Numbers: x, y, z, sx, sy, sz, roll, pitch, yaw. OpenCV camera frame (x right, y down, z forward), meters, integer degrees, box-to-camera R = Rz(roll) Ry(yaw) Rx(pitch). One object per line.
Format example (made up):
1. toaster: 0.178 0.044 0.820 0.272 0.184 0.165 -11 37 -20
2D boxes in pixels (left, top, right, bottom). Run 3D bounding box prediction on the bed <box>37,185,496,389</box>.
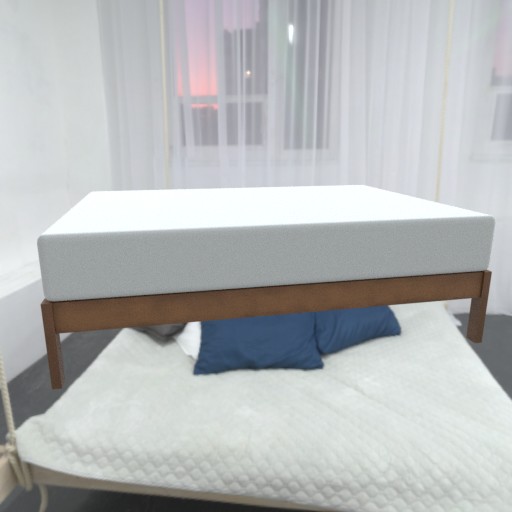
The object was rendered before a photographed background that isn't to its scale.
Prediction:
1. bed: 0.000 0.000 2.488 1.927 0.616 1.348 -3 15 -12
